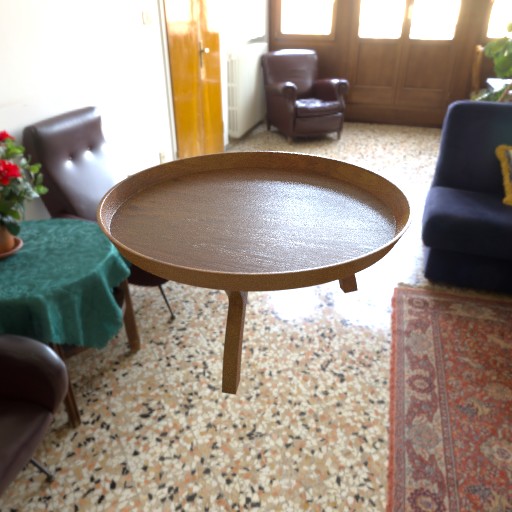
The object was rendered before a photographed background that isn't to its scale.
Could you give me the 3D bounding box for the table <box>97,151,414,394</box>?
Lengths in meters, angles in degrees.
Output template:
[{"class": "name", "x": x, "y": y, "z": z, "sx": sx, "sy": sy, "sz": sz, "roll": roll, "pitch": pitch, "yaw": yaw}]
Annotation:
[{"class": "table", "x": 0.000, "y": 0.000, "z": 1.596, "sx": 1.016, "sy": 0.470, "sz": 1.016, "roll": 0, "pitch": 30, "yaw": 0}]
